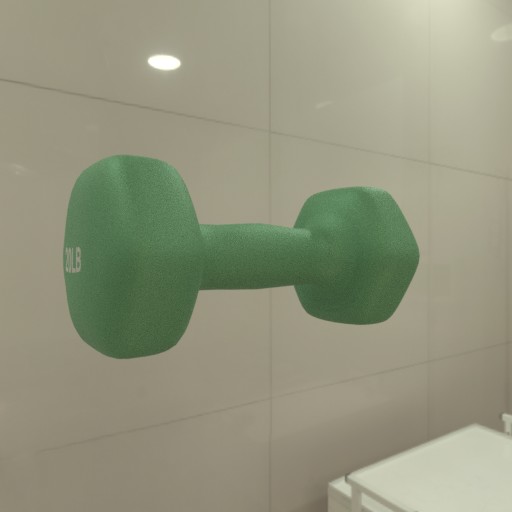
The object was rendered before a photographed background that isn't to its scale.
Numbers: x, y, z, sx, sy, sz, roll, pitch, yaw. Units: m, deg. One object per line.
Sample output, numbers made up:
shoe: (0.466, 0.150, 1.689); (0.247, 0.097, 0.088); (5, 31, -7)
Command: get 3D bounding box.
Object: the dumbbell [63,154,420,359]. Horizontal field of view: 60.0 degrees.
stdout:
dumbbell: (0.000, 0.000, 0.331); (0.260, 0.117, 0.129); (0, 0, -35)
